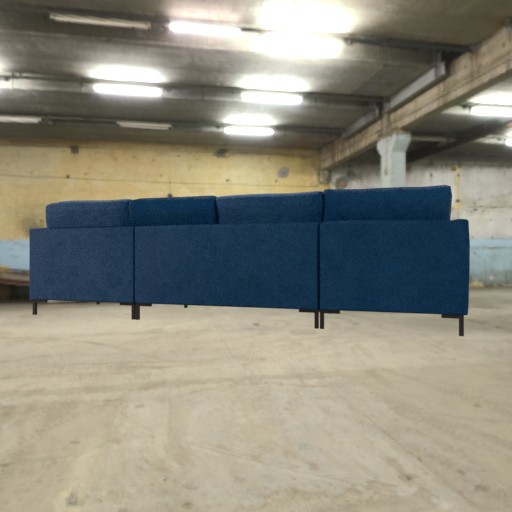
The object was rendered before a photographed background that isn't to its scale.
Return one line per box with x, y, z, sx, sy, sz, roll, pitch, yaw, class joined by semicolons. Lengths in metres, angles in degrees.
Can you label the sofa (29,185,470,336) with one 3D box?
0.000;0.000;4.209;3.434;0.992;2.055;0;0;18;sofa
